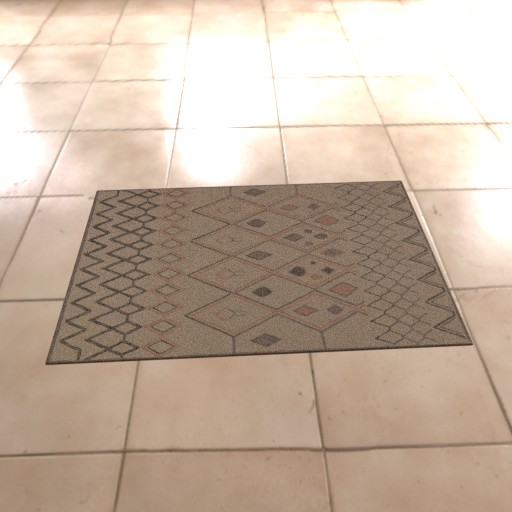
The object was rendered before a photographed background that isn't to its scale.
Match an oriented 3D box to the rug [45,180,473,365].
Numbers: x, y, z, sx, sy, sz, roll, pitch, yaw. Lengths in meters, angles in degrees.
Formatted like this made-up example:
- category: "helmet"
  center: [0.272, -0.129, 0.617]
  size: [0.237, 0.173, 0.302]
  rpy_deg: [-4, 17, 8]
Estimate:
- category: "rug"
  center: [0.000, 0.000, 3.030]
  size: [2.438, 0.015, 1.524]
  rpy_deg: [-2, 48, -2]
